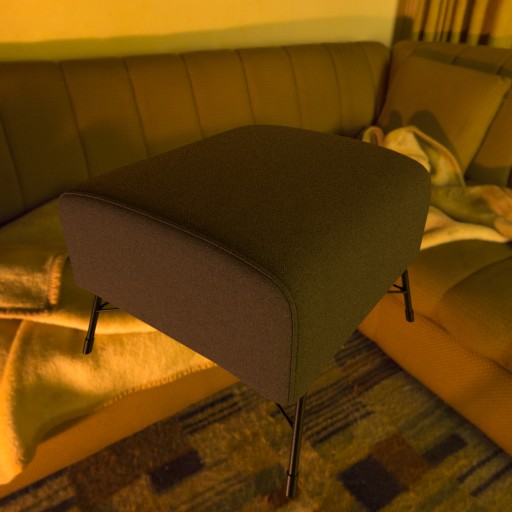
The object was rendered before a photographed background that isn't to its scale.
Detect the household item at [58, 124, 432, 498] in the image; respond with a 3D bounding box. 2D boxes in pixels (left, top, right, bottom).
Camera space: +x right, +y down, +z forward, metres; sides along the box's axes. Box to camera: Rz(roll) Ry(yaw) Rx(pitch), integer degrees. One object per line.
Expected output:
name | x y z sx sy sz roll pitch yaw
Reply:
household item | 0.000 0.000 0.878 0.530 0.410 0.530 21 37 31
